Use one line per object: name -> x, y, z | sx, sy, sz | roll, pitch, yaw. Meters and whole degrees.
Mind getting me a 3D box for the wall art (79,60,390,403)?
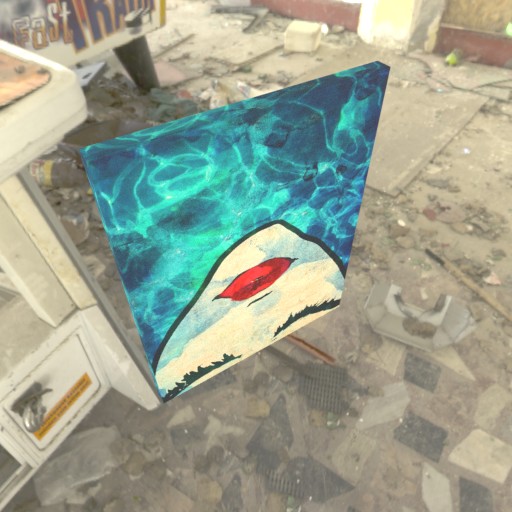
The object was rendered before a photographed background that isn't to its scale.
wall art -> 0.000, 0.000, 1.040 | 0.609, 0.760, 0.038 | -25, 50, -22
